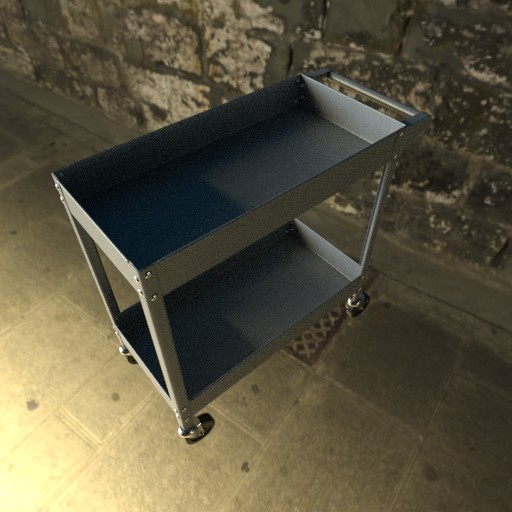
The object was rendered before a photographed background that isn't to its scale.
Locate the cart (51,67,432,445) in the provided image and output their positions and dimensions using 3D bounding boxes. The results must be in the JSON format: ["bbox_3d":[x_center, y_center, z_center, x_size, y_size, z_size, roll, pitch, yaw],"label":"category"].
[{"bbox_3d":[0.000,0.000,1.192,0.779,0.719,0.366,-31,54,-26],"label":"cart"}]
